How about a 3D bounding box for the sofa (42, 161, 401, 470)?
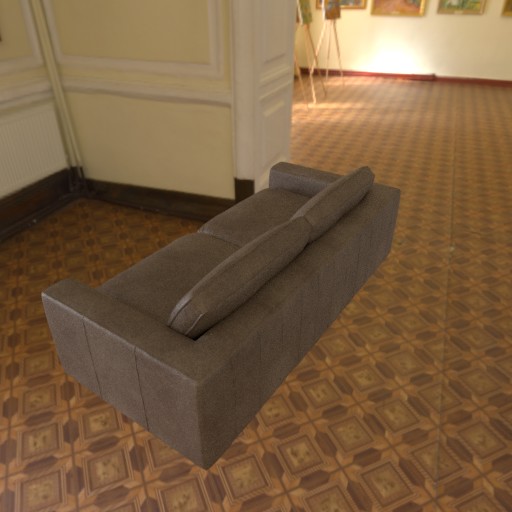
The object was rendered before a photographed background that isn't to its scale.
[{"bbox_3d":[0.000,0.000,2.787,1.070,0.801,2.262,20,37,29],"label":"sofa"}]
